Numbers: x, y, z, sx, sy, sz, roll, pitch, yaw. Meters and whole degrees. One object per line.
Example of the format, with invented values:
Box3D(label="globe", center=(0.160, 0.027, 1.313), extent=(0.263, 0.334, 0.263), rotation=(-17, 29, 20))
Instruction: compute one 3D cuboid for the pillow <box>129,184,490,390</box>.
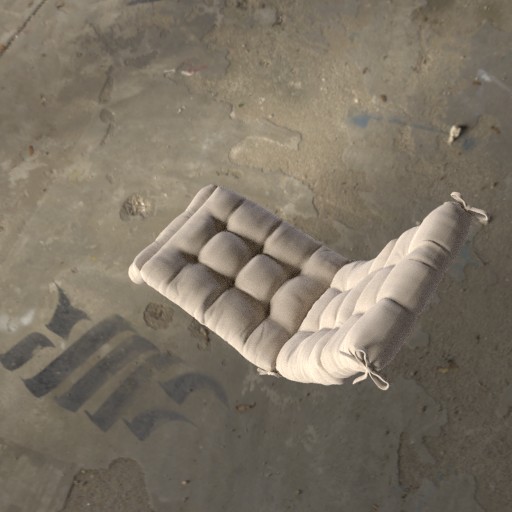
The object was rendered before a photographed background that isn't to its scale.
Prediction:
Box3D(label="pillow", center=(0.000, 0.000, 1.455), extent=(1.016, 0.863, 0.526), rotation=(34, 68, 16))
